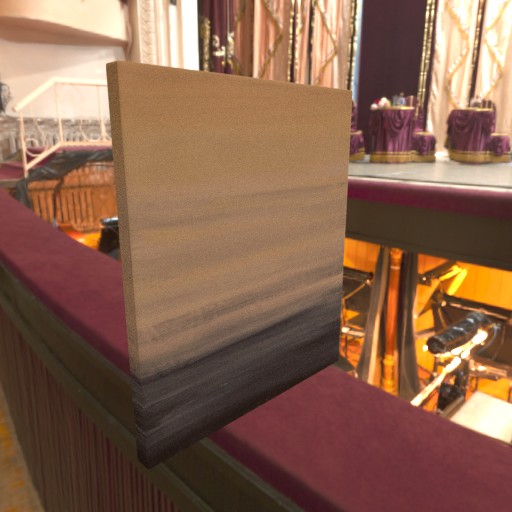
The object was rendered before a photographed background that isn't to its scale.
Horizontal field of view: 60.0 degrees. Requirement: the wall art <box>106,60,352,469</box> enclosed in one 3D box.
[{"bbox_3d":[0.000,0.000,0.954,0.608,0.710,0.041,-14,20,-43],"label":"wall art"}]
